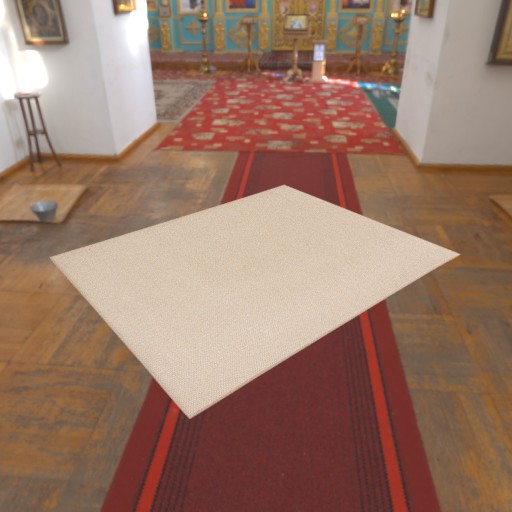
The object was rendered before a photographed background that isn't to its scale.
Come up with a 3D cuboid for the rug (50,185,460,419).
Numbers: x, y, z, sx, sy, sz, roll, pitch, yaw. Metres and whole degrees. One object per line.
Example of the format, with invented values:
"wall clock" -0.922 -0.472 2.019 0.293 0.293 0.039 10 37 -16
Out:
"rug" 0.000 0.000 4.206 3.039 0.018 2.462 -22 36 -34
